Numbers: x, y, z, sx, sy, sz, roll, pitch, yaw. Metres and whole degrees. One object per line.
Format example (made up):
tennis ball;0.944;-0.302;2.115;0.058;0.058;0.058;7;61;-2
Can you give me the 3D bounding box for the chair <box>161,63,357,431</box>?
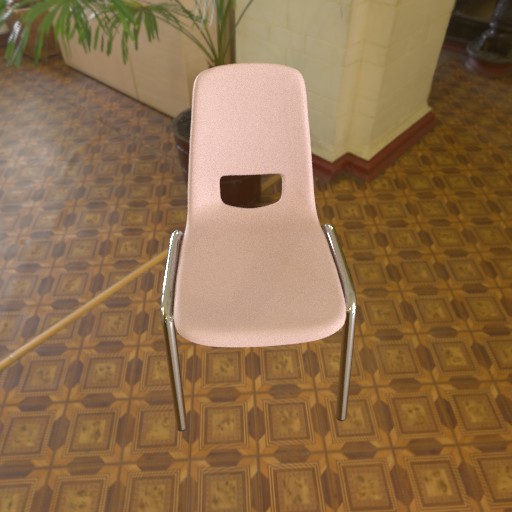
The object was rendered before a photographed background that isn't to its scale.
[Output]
chair;0.000;0.000;0.857;0.354;0.586;0.423;-3;45;-3
